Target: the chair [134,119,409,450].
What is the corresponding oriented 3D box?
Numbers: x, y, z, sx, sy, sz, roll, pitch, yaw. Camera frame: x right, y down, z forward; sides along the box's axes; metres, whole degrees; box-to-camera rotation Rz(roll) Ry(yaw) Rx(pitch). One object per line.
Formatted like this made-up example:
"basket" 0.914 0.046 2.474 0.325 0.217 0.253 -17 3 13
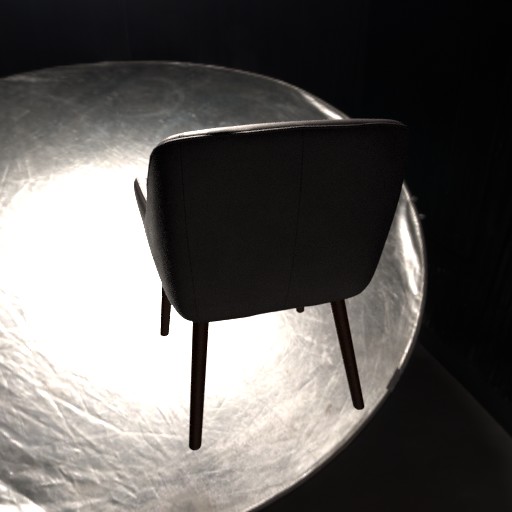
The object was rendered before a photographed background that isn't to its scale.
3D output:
"chair" 0.000 0.000 1.252 0.610 0.828 0.610 -8 28 -15
